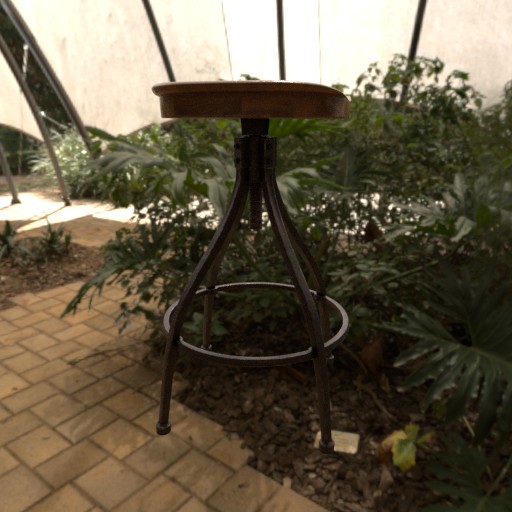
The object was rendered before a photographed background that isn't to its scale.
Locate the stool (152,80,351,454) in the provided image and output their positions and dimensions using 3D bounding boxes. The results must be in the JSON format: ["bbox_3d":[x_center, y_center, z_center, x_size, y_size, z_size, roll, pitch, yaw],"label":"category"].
[{"bbox_3d":[0.000,0.000,0.983,0.424,0.694,0.432,3,17,9],"label":"stool"}]
